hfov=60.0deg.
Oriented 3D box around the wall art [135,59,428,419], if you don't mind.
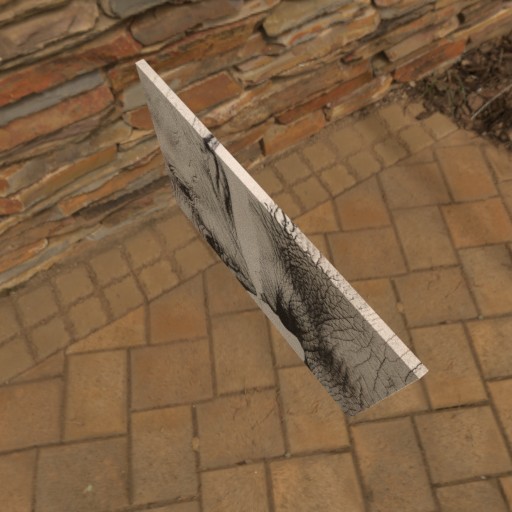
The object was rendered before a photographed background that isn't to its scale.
[{"bbox_3d":[0.000,0.000,1.159,0.023,0.607,0.914,-34,69,-15],"label":"wall art"}]
